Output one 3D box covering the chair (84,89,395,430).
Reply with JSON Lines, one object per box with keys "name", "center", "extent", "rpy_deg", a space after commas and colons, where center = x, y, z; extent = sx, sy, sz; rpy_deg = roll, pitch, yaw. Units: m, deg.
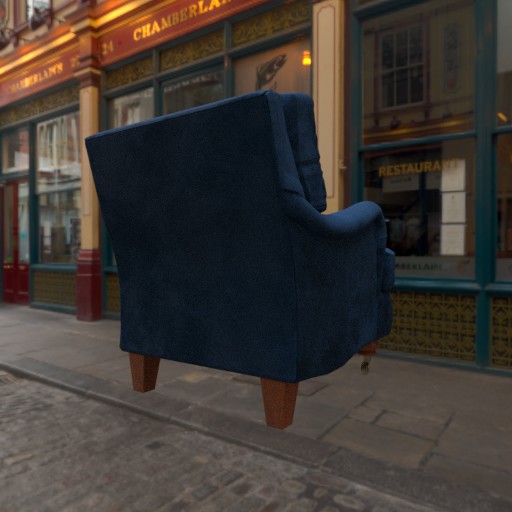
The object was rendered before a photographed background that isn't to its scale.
{"name": "chair", "center": [0.000, 0.000, 1.858], "extent": [0.895, 1.076, 1.078], "rpy_deg": [0, 0, 35]}
